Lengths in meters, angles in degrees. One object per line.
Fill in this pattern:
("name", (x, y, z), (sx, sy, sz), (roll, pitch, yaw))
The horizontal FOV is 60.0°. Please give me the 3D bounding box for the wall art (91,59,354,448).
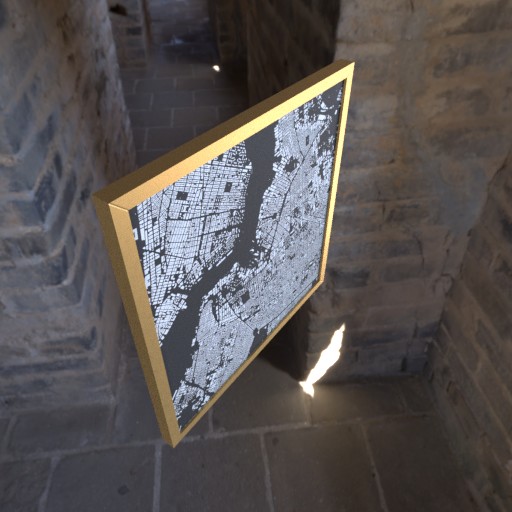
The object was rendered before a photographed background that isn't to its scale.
("wall art", (0.000, 0.000, 2.852), (0.099, 1.926, 1.926), (26, 48, 27))
